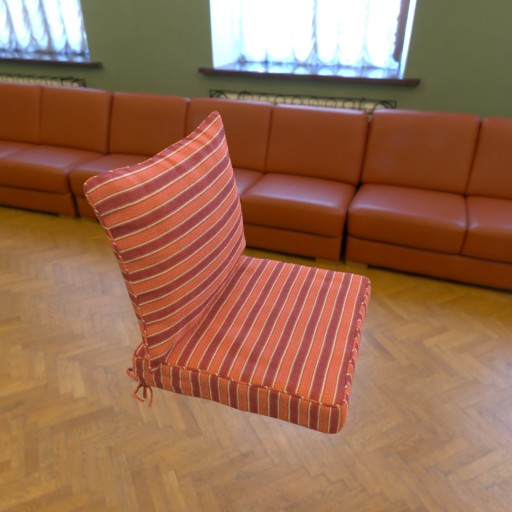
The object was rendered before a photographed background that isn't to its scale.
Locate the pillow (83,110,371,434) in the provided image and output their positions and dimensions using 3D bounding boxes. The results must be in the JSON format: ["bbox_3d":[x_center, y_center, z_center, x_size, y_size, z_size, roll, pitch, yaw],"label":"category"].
[{"bbox_3d":[0.000,0.000,1.430,0.733,0.723,0.799,10,32,16],"label":"pillow"}]
